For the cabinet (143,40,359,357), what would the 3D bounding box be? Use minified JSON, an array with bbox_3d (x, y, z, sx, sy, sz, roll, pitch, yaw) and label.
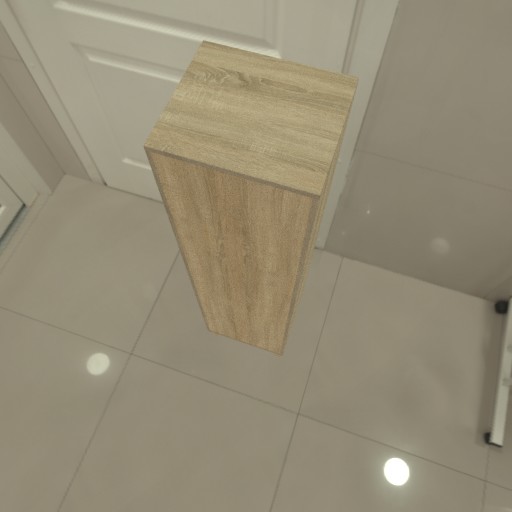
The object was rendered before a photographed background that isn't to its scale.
[{"bbox_3d":[0.000,0.000,2.174,0.510,1.960,0.450,17,66,8],"label":"cabinet"}]
